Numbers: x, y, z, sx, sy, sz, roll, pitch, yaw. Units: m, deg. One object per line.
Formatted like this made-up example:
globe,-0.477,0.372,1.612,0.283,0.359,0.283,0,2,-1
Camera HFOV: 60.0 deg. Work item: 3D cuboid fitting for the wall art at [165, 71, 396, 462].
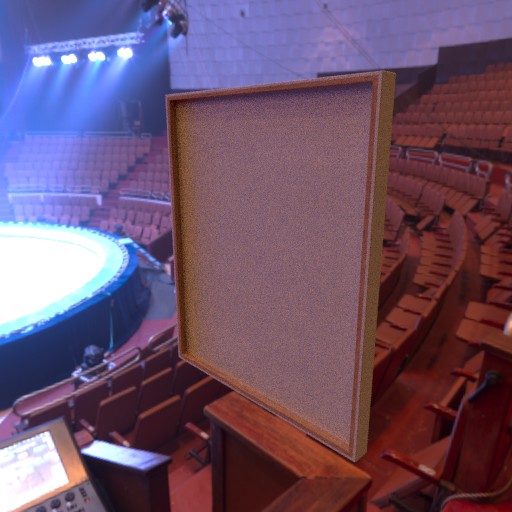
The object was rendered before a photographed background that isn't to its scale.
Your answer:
wall art,0.000,0.000,0.843,0.037,0.606,0.508,-15,21,-42
